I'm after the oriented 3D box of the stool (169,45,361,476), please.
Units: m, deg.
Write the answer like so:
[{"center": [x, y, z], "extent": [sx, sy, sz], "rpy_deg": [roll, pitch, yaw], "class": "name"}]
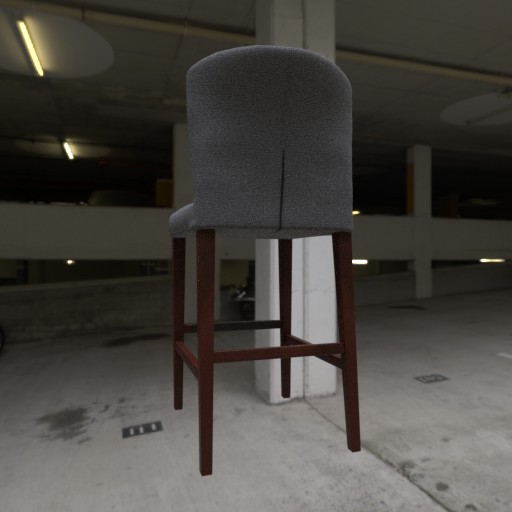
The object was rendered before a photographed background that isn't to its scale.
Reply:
[{"center": [0.000, 0.000, 1.386], "extent": [0.486, 1.069, 0.568], "rpy_deg": [0, 0, -18], "class": "stool"}]
